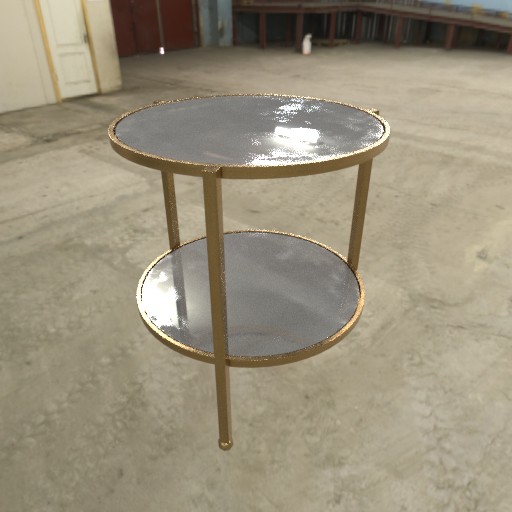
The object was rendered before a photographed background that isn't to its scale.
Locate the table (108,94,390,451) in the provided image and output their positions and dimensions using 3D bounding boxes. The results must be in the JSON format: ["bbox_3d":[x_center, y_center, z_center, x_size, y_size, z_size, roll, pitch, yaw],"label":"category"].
[{"bbox_3d":[0.000,0.000,0.447,0.243,0.269,0.231,-10,32,-16],"label":"table"}]
